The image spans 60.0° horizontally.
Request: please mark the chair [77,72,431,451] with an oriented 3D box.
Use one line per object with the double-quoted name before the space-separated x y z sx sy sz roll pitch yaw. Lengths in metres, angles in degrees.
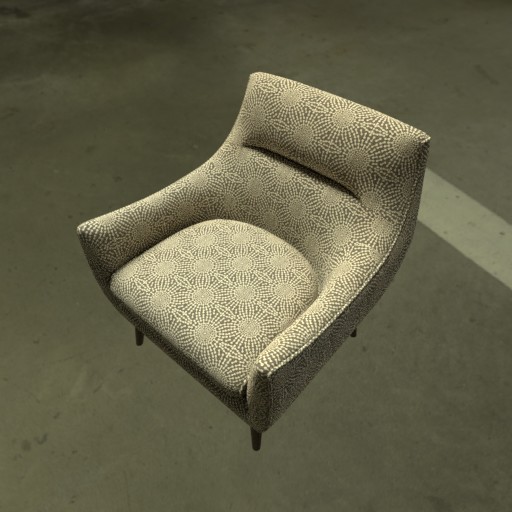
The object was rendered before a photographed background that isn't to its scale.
"chair" 0.000 0.000 1.428 0.762 0.838 0.787 32 54 27
